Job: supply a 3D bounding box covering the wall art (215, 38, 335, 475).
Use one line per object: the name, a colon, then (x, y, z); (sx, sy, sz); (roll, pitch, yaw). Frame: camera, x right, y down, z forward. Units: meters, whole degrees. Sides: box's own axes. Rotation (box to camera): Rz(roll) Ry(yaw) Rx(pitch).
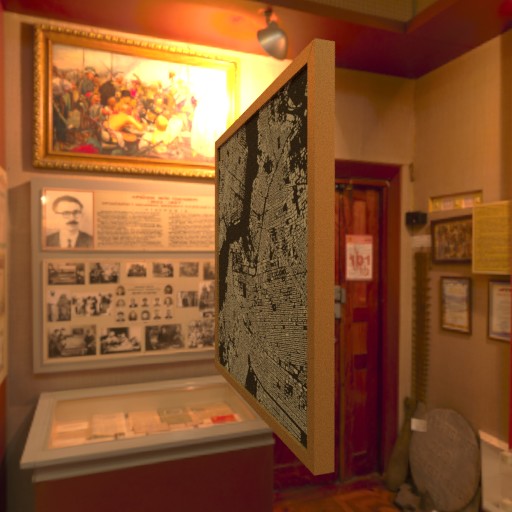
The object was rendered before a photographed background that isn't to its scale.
wall art: (0.000, 0.000, 2.882); (0.099, 1.926, 1.926); (0, 0, -18)
